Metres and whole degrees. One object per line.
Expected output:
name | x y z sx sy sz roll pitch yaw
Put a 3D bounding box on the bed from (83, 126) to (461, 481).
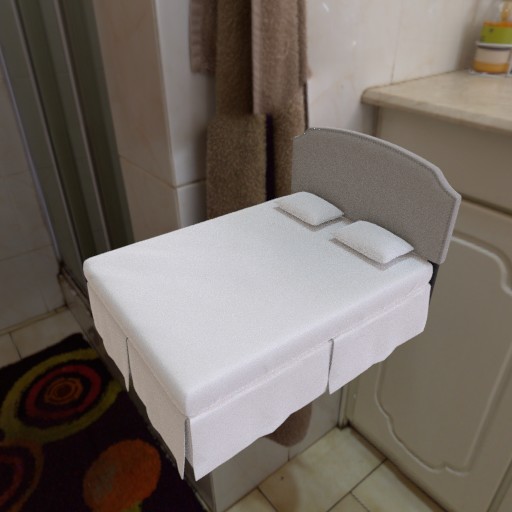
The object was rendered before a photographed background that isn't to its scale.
bed | 0.000 0.000 2.946 1.999 1.270 1.558 -21 38 -30
